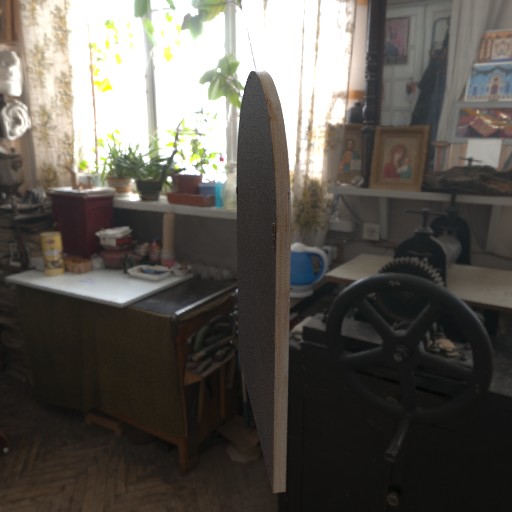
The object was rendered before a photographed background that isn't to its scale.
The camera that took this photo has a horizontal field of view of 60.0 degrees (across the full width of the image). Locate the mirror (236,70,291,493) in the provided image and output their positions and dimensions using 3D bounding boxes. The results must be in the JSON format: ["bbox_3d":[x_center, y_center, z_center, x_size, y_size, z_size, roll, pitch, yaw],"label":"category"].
[{"bbox_3d":[0.000,0.000,1.186,0.032,0.920,0.660,-2,15,-9],"label":"mirror"}]
